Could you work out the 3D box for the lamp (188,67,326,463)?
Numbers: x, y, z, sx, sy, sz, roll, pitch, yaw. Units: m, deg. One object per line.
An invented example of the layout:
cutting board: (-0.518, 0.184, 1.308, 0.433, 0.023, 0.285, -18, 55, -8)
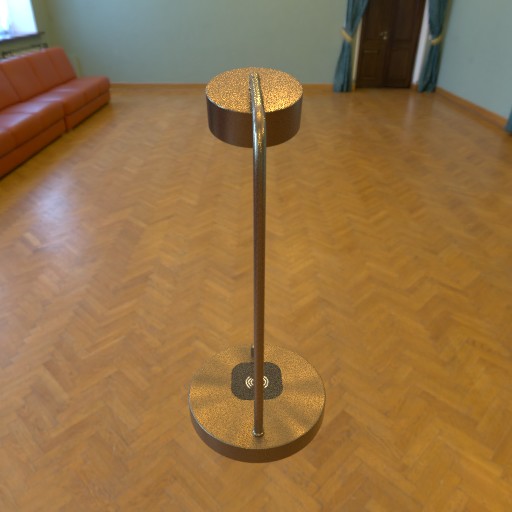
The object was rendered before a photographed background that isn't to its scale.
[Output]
lamp: (0.000, 0.000, 0.516, 0.171, 0.380, 0.270, -1, 30, -1)
